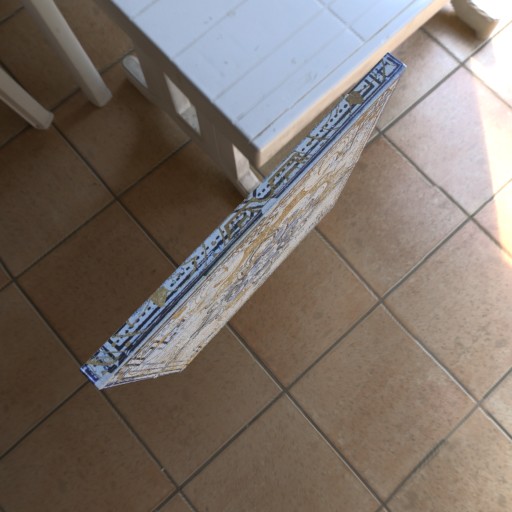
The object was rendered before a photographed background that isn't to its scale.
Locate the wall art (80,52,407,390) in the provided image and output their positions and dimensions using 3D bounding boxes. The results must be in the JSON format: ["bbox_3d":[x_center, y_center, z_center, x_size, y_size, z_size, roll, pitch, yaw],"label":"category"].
[{"bbox_3d":[0.000,0.000,0.888,0.036,0.607,0.609,42,80,9],"label":"wall art"}]
